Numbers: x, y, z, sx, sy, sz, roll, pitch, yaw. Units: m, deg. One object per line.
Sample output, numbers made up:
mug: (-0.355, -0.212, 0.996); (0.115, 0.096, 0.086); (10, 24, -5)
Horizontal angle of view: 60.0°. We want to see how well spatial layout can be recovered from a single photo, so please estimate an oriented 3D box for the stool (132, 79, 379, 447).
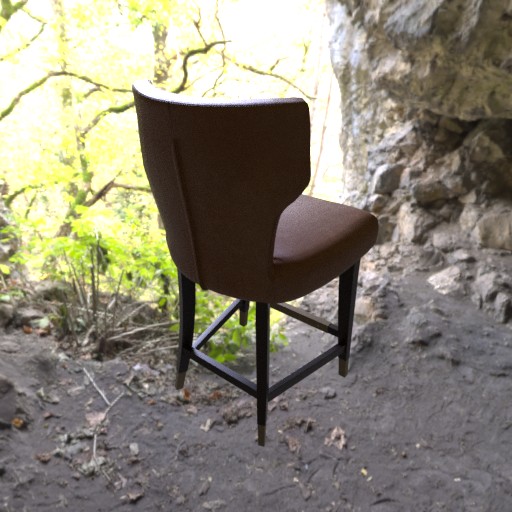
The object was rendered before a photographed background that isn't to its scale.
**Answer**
stool: (0.000, 0.000, 1.316); (0.526, 0.982, 0.563); (21, 35, 33)
